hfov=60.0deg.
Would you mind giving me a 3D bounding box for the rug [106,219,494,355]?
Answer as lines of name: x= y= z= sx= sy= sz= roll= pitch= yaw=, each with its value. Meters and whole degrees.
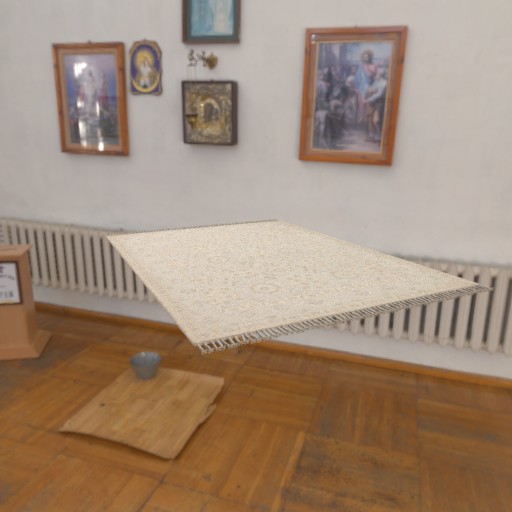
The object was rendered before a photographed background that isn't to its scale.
rug: x=0.000 y=0.000 z=2.258 sx=1.223 sy=0.015 sz=1.771 roll=-7 pitch=16 yaw=-26
